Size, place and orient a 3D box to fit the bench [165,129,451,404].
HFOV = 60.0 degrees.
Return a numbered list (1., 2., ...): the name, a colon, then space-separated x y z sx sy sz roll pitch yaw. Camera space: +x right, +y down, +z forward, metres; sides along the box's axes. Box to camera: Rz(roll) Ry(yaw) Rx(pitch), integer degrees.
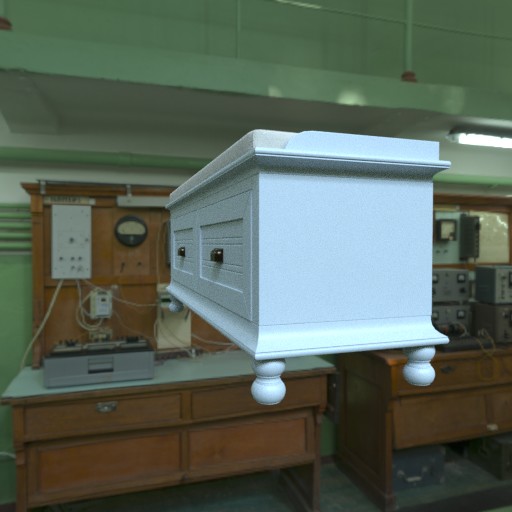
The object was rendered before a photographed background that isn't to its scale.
1. bench: 0.000 0.000 1.363 0.402 0.486 1.185 -1 2 -19
